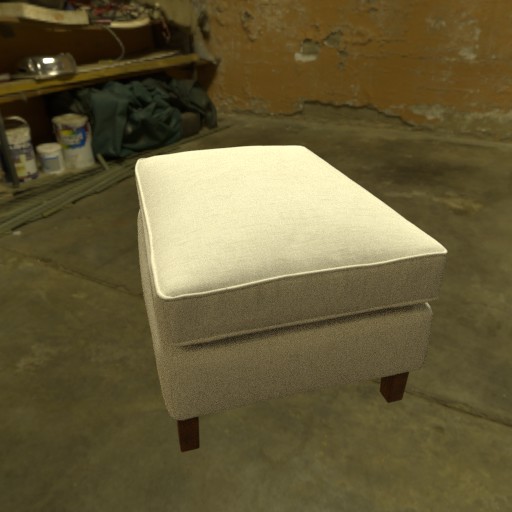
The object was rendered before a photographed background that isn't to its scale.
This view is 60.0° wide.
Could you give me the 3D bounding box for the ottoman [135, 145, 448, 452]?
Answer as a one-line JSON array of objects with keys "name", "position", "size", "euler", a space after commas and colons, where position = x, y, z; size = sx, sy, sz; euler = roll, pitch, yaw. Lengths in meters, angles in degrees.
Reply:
[{"name": "ottoman", "position": [0.000, 0.000, 0.982], "size": [0.501, 0.406, 0.665], "euler": [-8, 30, -14]}]
